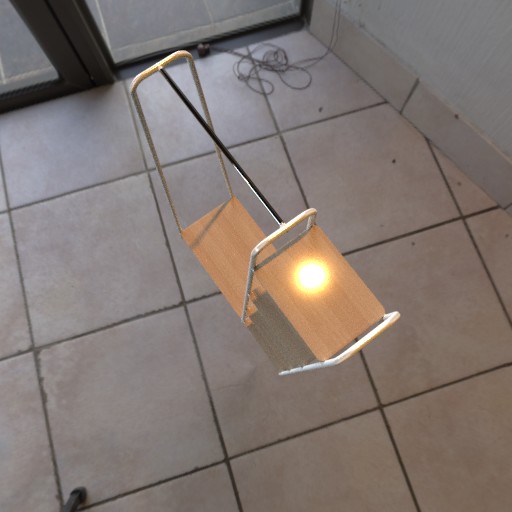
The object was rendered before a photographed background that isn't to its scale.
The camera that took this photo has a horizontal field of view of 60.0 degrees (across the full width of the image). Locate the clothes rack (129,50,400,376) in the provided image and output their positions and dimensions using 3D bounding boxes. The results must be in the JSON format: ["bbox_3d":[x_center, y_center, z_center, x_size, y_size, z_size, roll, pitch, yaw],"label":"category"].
[{"bbox_3d":[0.000,0.000,1.947,0.400,1.500,1.011,-35,79,-8],"label":"clothes rack"}]
